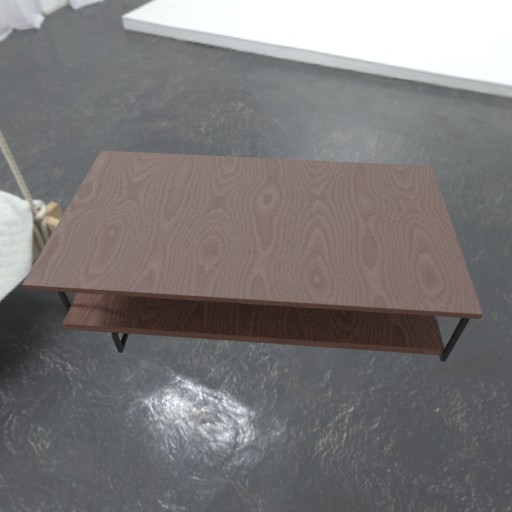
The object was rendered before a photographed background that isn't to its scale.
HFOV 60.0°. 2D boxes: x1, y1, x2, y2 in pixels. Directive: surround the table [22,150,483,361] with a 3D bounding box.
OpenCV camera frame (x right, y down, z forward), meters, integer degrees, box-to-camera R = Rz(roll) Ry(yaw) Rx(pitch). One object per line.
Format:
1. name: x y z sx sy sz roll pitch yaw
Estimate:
1. table: 0.000 0.000 1.495 1.197 0.347 0.651 3 46 3
